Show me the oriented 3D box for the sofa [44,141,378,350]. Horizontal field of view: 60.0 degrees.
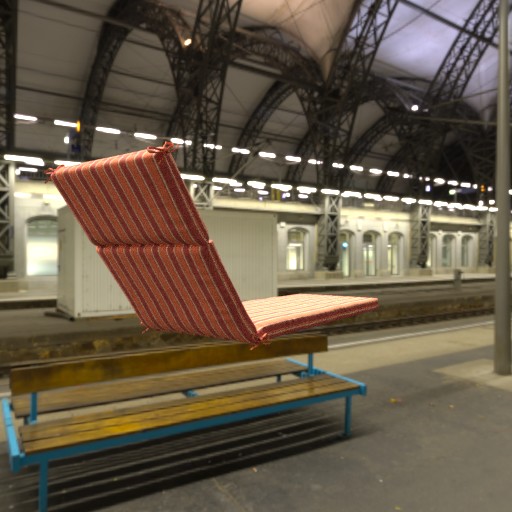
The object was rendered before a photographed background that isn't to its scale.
[{"bbox_3d":[0.000,0.000,1.957,0.582,0.622,1.663,0,0,35],"label":"sofa"}]
